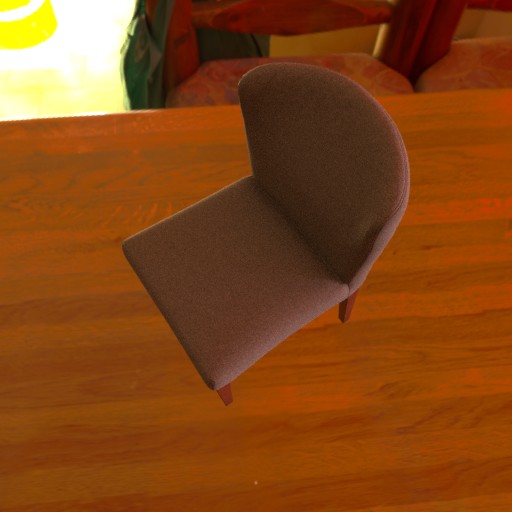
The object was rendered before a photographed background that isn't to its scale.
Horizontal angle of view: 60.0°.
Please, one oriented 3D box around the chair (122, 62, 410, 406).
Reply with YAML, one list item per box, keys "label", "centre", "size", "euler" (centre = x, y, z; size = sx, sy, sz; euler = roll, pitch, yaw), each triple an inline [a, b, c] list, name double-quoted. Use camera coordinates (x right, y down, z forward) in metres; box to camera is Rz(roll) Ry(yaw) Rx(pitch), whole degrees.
- label: "chair"
  centre: [0.000, 0.000, 1.213]
  size: [0.592, 0.839, 0.491]
  euler: [-32, 67, -15]
